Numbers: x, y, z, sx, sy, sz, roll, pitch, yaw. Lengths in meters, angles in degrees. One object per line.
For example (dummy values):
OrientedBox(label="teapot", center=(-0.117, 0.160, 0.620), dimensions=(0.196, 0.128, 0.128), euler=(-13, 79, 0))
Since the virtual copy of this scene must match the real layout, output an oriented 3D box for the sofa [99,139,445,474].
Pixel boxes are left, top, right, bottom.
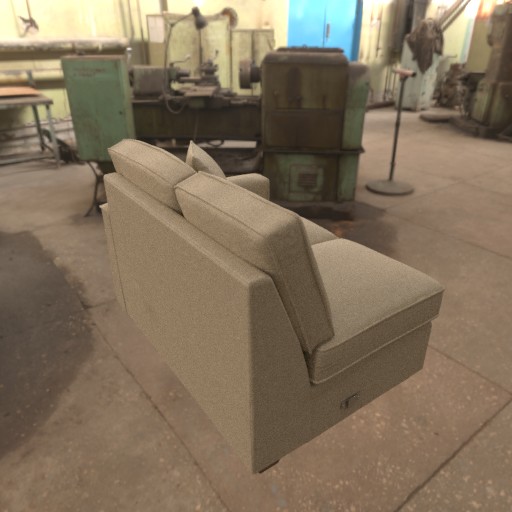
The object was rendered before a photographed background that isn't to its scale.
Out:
OrientedBox(label="sofa", center=(0.000, 0.000, 2.063), dimensions=(0.991, 0.989, 1.388), euler=(-18, 32, -31))
